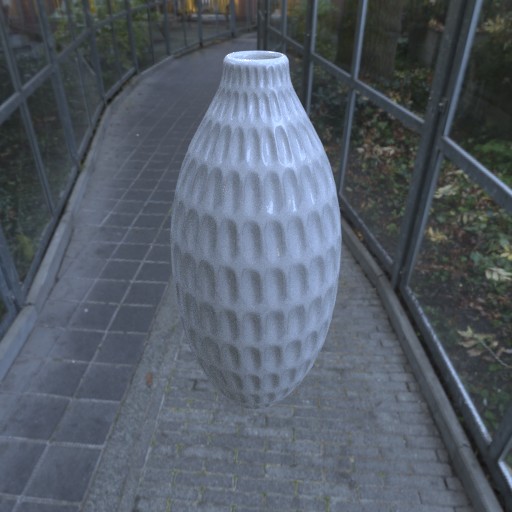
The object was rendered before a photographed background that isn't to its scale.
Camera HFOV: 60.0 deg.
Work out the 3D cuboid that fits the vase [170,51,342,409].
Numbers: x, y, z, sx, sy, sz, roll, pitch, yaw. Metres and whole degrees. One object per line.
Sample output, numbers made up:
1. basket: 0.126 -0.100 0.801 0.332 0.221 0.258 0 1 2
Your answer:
1. vase: 0.000 0.000 0.338 0.127 0.282 0.127 0 33 0
